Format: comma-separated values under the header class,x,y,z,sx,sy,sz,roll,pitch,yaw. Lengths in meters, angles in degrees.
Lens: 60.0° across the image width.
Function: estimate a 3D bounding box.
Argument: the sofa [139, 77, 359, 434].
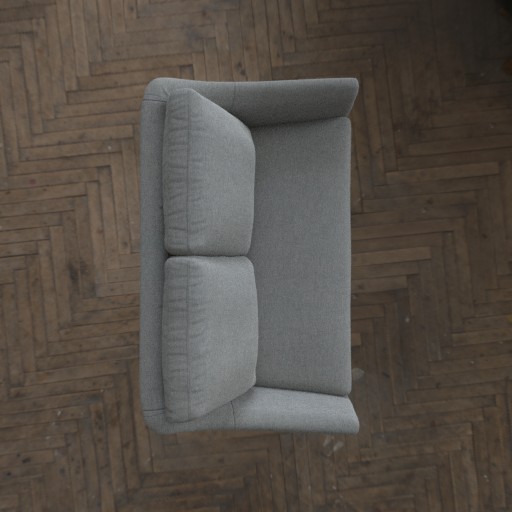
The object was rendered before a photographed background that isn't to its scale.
class,x,y,z,sx,sy,sz,roll,pitch,yaw
sofa,0.000,0.000,2.142,0.960,0.904,1.619,0,90,-1
